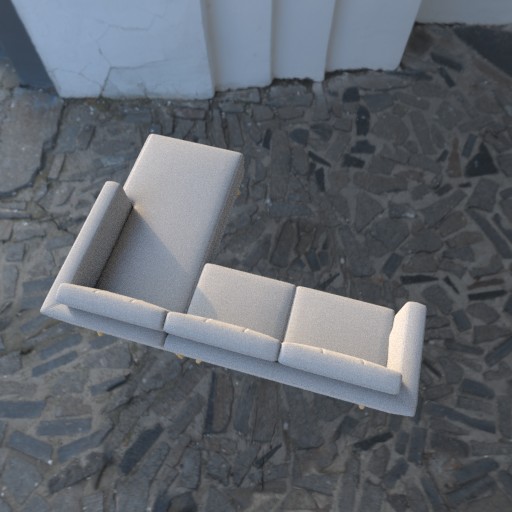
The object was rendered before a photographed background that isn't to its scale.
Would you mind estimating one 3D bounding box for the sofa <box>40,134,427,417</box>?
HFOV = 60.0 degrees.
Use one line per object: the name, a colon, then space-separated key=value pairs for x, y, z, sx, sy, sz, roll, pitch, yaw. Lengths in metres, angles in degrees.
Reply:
sofa: x=0.000 y=0.000 z=2.832 sx=2.040 sy=0.860 sz=1.530 roll=14 pitch=65 yaw=7
